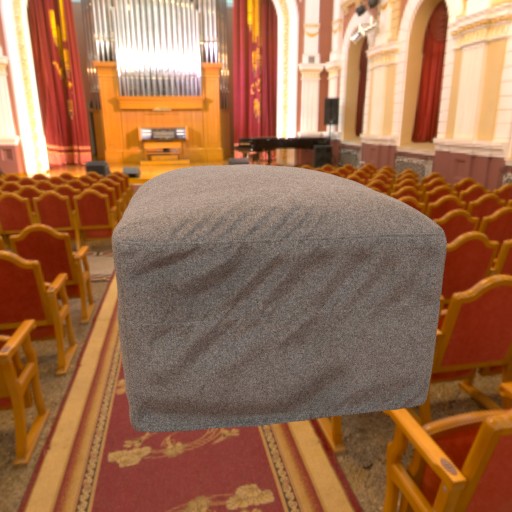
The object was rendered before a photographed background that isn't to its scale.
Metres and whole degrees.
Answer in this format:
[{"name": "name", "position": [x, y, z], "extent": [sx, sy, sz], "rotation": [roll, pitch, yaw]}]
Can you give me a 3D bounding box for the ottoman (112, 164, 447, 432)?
[{"name": "ottoman", "position": [0.000, 0.000, 1.238], "extent": [0.683, 0.481, 0.837], "rotation": [-3, 17, -10]}]
